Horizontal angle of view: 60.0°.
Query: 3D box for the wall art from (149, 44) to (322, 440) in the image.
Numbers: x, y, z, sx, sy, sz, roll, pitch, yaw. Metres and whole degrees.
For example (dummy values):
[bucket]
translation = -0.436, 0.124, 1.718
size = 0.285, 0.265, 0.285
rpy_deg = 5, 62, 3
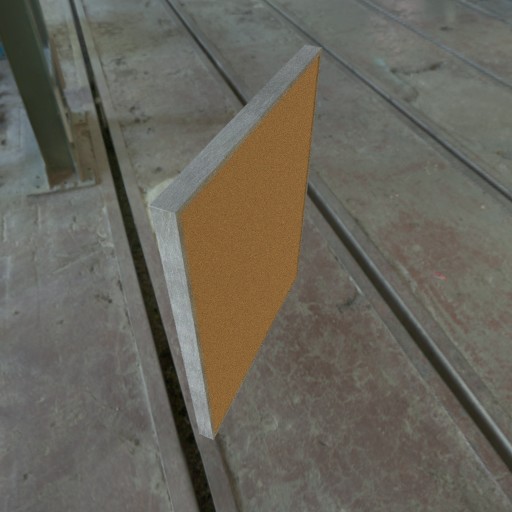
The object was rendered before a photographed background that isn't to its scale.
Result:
[wall art]
translation = 0.000, 0.000, 0.727
size = 0.032, 0.521, 0.421
rpy_deg = 18, 49, 16
